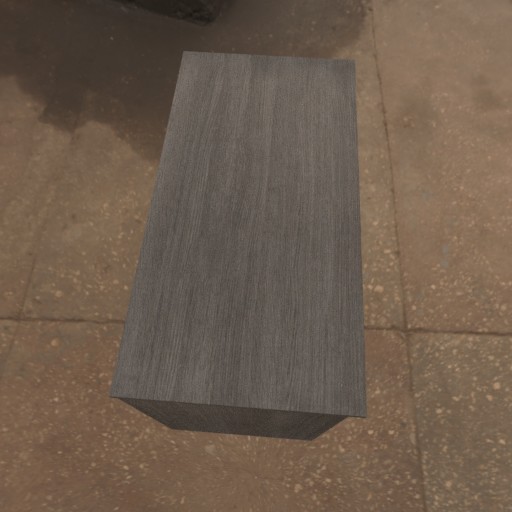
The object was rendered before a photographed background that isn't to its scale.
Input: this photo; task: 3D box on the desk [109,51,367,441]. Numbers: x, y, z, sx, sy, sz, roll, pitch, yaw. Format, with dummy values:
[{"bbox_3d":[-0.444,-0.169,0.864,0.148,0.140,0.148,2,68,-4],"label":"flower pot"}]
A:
[{"bbox_3d":[0.000,0.000,1.529,0.560,0.735,1.097,4,64,2],"label":"desk"}]
